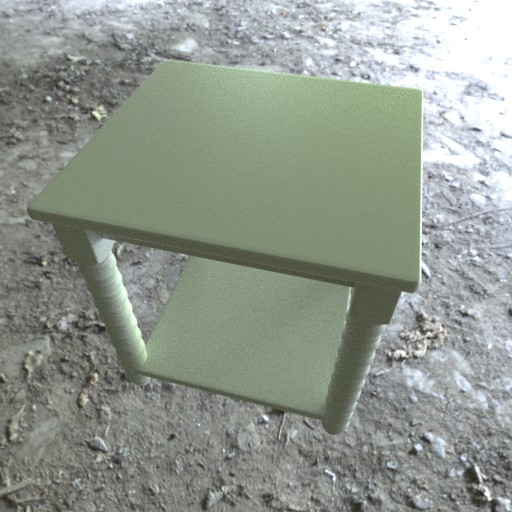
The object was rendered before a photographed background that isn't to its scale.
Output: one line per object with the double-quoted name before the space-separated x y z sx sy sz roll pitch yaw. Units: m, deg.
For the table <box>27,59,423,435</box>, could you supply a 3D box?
"table" 0.000 0.000 0.933 0.533 0.563 0.500 11 48 10
